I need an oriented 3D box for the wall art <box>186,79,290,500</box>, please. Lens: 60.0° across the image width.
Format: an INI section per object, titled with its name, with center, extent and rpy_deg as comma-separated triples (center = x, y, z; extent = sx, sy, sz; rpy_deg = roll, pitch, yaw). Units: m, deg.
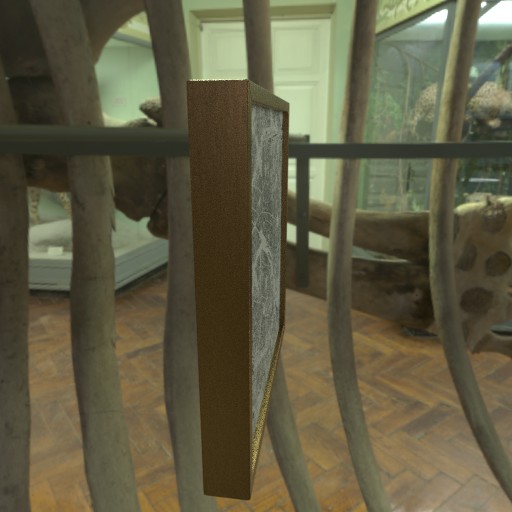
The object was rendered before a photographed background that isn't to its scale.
[wall art]
center = 0.000, 0.000, 0.446
extent = 0.037, 0.305, 0.305
rpy_deg = 2, 17, 8
